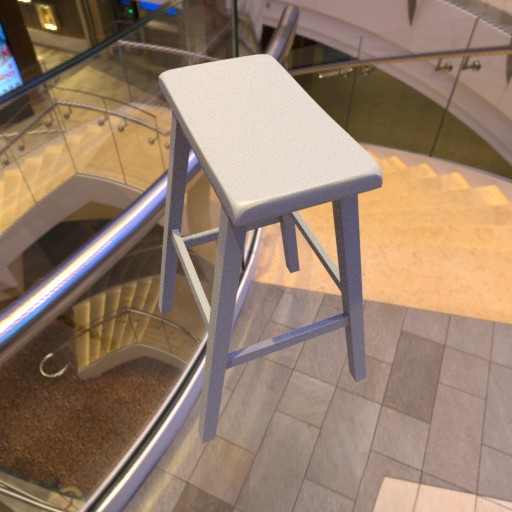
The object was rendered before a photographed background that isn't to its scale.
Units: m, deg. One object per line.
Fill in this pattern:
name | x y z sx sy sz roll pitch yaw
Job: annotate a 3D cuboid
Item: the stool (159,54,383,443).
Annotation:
stool | 0.000 0.000 1.042 0.476 0.737 0.457 -17 50 -15
